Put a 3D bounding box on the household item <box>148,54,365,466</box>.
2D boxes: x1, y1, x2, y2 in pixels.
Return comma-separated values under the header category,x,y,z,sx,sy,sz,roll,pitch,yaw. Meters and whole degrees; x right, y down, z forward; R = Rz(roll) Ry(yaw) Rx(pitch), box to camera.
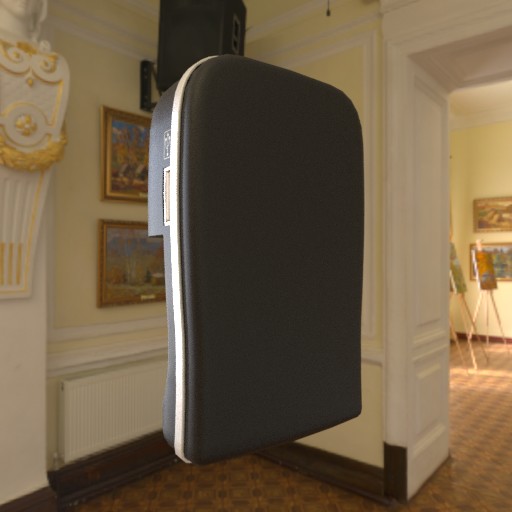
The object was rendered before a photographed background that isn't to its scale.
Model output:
category,x,y,z,sx,sy,sz,roll,pitch,yaw
household item,0.000,0.000,0.147,0.070,0.114,0.038,0,0,-36
